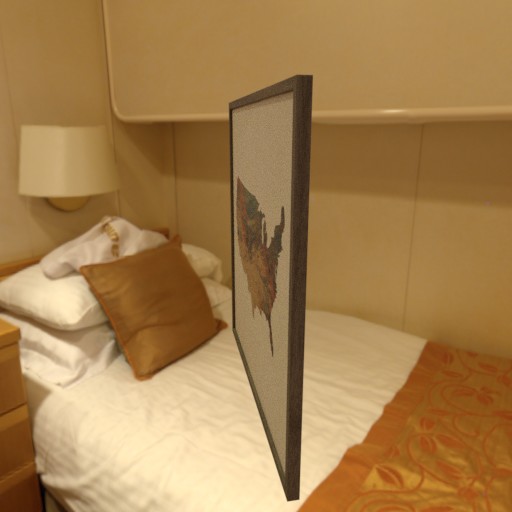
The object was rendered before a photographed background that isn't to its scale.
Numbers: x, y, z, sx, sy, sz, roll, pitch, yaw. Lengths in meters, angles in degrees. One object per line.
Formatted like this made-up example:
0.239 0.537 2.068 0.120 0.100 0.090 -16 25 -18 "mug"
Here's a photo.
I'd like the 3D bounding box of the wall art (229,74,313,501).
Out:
0.000 0.000 0.735 0.016 0.507 0.508 -3 16 -10 "wall art"
